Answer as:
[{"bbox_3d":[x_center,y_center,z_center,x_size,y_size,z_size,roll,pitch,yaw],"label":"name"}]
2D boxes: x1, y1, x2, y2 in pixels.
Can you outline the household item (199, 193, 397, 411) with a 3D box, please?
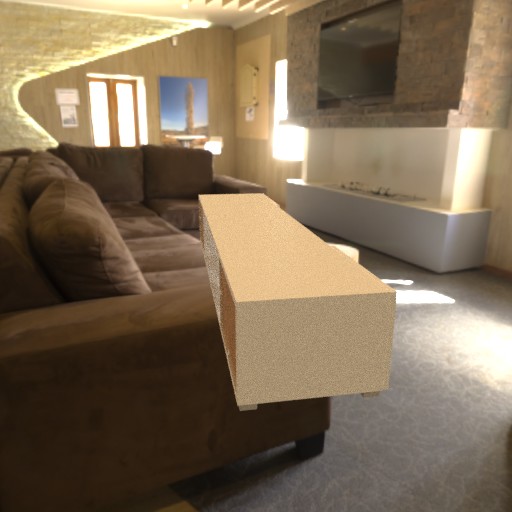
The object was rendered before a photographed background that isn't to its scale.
[{"bbox_3d":[0.000,0.000,2.028,0.420,0.310,1.850,-3,16,-10],"label":"household item"}]
